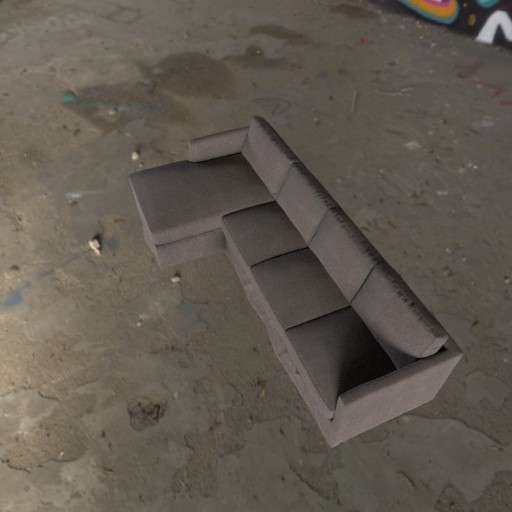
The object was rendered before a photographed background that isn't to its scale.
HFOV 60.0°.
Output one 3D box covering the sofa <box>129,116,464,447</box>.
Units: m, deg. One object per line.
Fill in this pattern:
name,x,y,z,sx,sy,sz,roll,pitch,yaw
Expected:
sofa,0.000,0.000,3.909,1.650,0.922,3.205,-18,50,-16
